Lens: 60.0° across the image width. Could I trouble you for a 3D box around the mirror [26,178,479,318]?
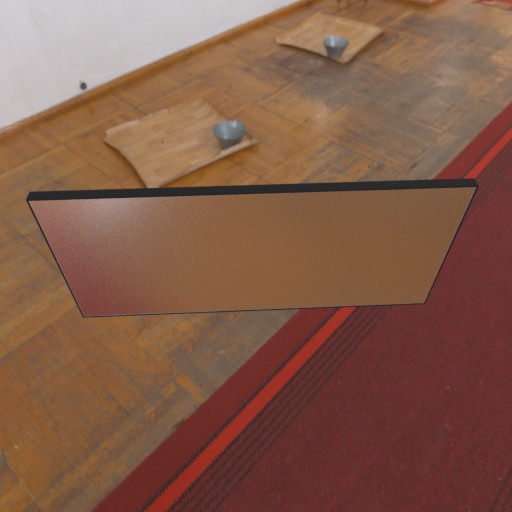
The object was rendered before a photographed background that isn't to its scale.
[{"bbox_3d":[0.000,0.000,1.813,1.584,0.692,0.047,-2,47,-2],"label":"mirror"}]
